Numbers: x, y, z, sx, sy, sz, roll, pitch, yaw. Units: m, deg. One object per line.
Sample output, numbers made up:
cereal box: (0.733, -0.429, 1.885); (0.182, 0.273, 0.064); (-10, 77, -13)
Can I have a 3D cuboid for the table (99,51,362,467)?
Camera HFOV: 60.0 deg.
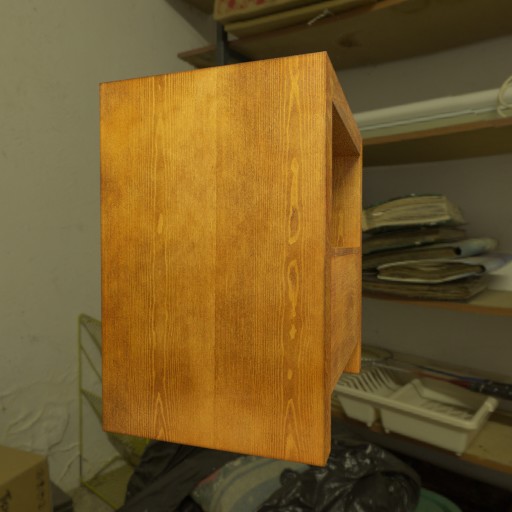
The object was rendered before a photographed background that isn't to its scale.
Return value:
table: (0.000, 0.000, 0.969); (0.400, 0.605, 0.550); (0, 2, 19)
